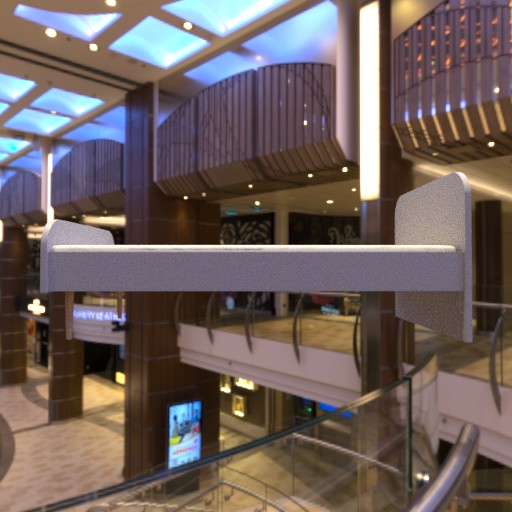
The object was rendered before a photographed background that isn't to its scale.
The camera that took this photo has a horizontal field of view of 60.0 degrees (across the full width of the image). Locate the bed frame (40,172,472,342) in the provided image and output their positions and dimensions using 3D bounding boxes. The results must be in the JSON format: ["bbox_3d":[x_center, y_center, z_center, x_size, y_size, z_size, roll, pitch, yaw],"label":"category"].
[{"bbox_3d":[0.000,0.000,2.515,1.963,0.805,0.998,0,-1,-1],"label":"bed frame"}]
